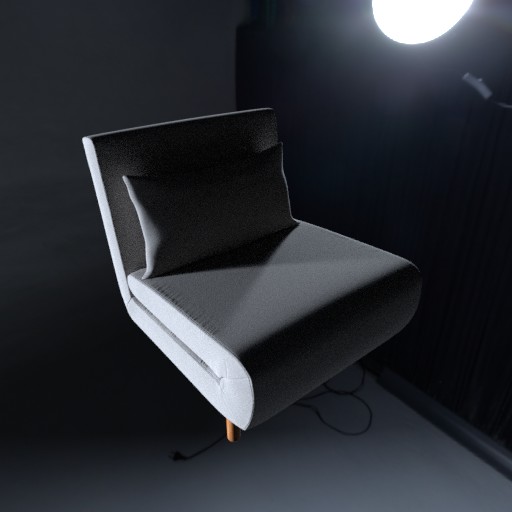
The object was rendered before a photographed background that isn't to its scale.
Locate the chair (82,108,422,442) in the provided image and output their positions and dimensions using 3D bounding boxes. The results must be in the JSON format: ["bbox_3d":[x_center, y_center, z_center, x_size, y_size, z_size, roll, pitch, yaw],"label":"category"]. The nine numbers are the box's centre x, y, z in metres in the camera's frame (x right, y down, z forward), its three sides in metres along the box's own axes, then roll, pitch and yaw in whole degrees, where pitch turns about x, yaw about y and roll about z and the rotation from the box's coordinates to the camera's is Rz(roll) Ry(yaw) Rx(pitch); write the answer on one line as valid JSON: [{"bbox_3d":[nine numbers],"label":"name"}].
[{"bbox_3d":[0.000,0.000,1.536,0.770,0.808,0.902,-21,35,-33],"label":"chair"}]
